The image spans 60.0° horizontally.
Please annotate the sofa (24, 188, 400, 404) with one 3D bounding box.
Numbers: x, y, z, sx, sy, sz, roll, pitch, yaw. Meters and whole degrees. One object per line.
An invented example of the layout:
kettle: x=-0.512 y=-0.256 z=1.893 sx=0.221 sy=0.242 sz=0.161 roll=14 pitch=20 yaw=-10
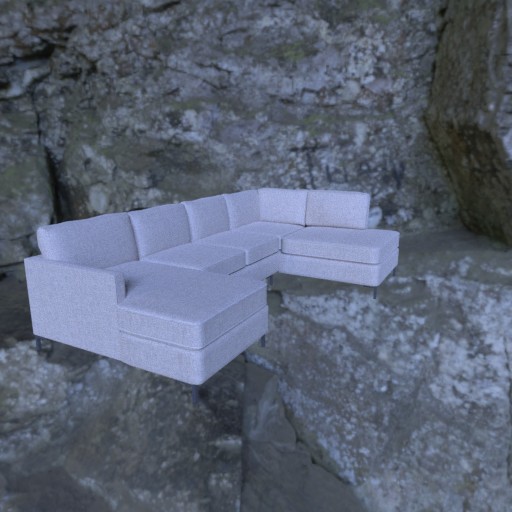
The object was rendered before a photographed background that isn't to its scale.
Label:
sofa: x=0.000 y=0.000 z=4.226 sx=2.021 sy=0.996 sz=3.423 roll=7 pitch=16 yaw=28
